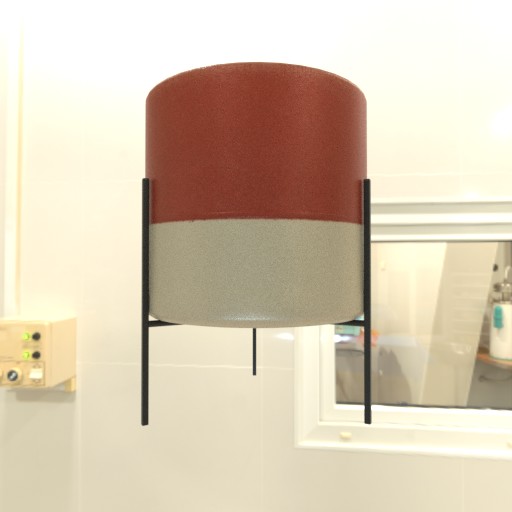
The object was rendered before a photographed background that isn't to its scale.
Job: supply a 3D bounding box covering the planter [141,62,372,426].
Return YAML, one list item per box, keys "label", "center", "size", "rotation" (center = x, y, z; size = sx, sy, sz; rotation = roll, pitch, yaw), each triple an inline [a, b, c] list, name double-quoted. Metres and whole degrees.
- label: "planter"
  center: [0.000, 0.000, 0.705]
  size: [0.345, 0.465, 0.354]
  rotation: [0, -1, -1]
